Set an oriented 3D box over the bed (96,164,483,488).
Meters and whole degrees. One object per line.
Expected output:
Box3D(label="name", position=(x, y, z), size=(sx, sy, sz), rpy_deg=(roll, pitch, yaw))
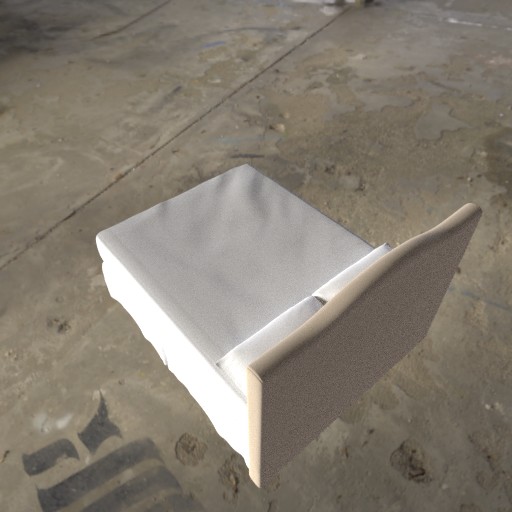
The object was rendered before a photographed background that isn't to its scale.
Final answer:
Box3D(label="bed", position=(0.000, 0.000, 3.232), size=(1.753, 1.460, 2.143), rpy_deg=(-31, 52, -27))
